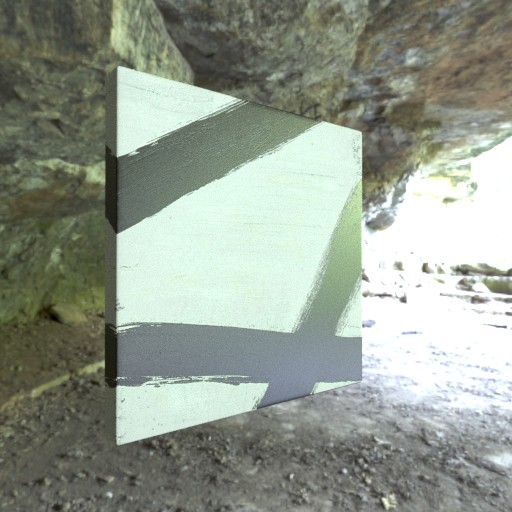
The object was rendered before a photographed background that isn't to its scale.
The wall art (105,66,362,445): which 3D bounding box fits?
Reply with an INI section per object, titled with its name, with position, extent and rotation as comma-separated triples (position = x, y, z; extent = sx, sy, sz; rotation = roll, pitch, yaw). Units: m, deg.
[wall art]
position = 0.000, 0.000, 0.763
extent = 0.507, 0.508, 0.050
rotation = 0, -1, -38
